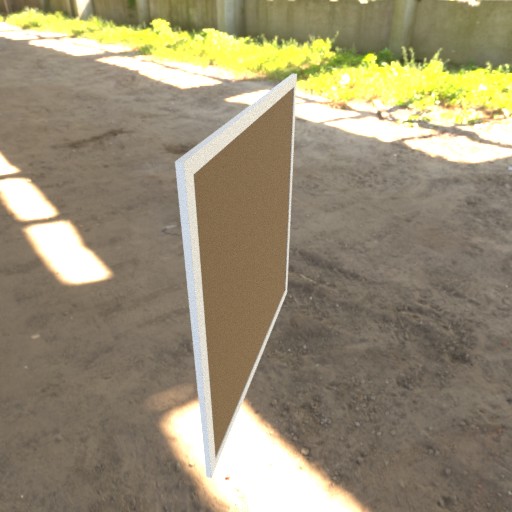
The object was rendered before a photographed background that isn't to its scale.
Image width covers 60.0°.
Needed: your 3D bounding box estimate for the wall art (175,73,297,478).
[{"bbox_3d":[0.000,0.000,1.218,0.015,0.812,0.812,9,33,14],"label":"wall art"}]
